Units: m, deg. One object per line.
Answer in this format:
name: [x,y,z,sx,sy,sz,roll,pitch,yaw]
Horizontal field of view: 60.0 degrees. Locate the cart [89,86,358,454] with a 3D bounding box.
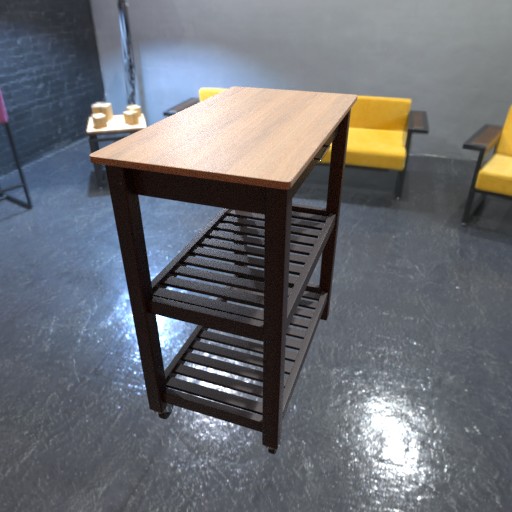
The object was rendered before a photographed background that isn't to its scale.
cart: [0.000,0.000,1.495,0.457,0.927,0.899,11,33,17]
